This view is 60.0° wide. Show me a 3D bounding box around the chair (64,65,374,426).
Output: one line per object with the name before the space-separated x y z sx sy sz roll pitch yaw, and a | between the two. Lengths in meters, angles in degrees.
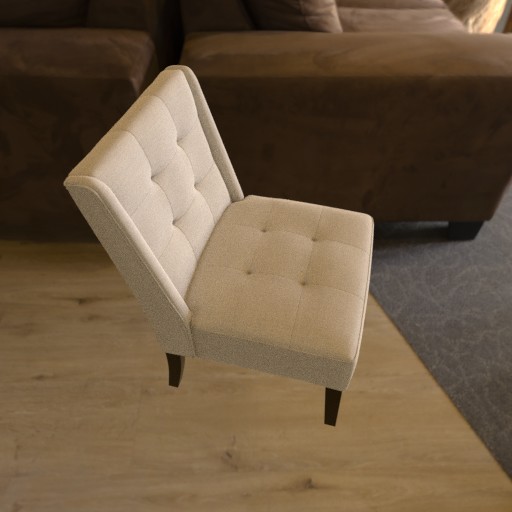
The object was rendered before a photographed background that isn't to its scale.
chair | 0.000 0.000 1.314 0.676 0.853 0.569 11 48 10
